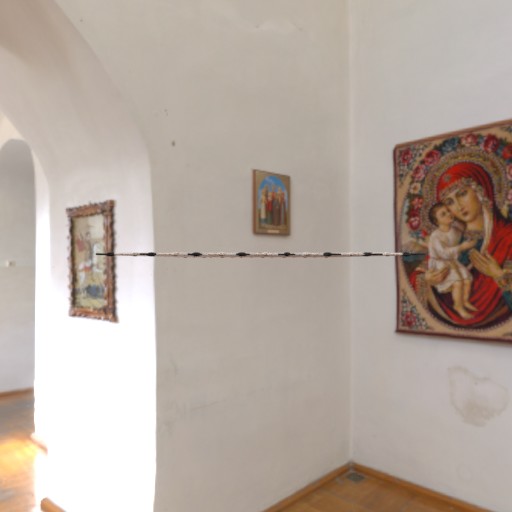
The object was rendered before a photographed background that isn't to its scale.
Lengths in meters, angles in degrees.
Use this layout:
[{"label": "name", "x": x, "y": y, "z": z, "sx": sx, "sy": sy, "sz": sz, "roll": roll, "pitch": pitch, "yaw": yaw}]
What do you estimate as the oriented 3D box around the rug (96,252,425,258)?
[{"label": "rug", "x": 0.000, "y": 0.000, "z": 3.366, "sx": 1.524, "sy": 0.021, "sz": 2.755, "roll": 0, "pitch": 0, "yaw": 0}]
